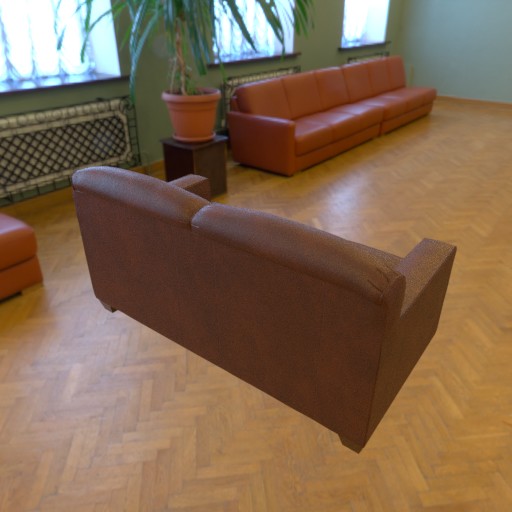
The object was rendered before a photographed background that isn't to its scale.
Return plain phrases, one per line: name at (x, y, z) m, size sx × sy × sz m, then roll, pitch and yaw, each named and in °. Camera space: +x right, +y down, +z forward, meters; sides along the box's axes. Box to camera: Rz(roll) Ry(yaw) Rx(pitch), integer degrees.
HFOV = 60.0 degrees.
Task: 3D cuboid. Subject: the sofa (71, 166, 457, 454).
sofa at (0.000, 0.000, 2.453) m, size 1.856 × 0.966 × 1.000 m, roll 20°, pitch 35°, yaw 32°
